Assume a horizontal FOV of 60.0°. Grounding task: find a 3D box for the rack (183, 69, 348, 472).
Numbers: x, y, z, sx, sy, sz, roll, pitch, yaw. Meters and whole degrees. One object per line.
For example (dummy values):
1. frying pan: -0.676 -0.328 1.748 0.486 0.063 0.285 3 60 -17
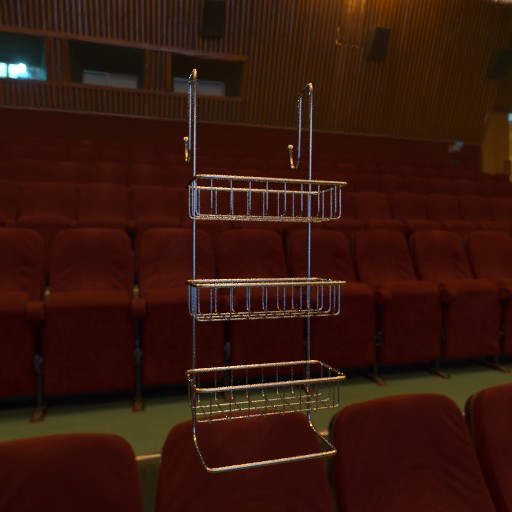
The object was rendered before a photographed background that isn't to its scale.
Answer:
1. rack: 0.000 0.000 0.700 0.228 0.574 0.202 0 0 -17
